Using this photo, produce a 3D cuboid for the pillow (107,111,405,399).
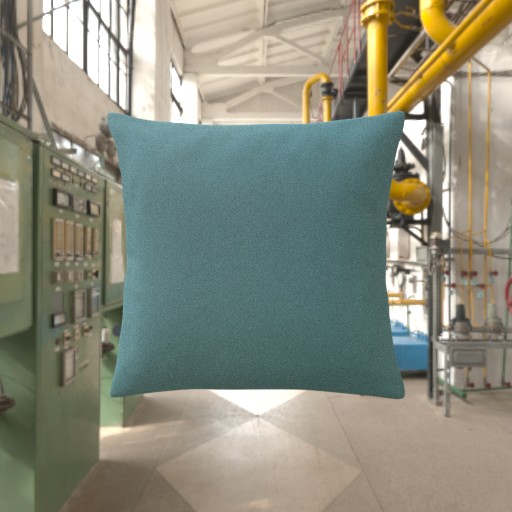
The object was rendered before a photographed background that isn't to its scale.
[{"bbox_3d":[0.000,0.000,0.785,0.526,0.507,0.166,0,0,1],"label":"pillow"}]
